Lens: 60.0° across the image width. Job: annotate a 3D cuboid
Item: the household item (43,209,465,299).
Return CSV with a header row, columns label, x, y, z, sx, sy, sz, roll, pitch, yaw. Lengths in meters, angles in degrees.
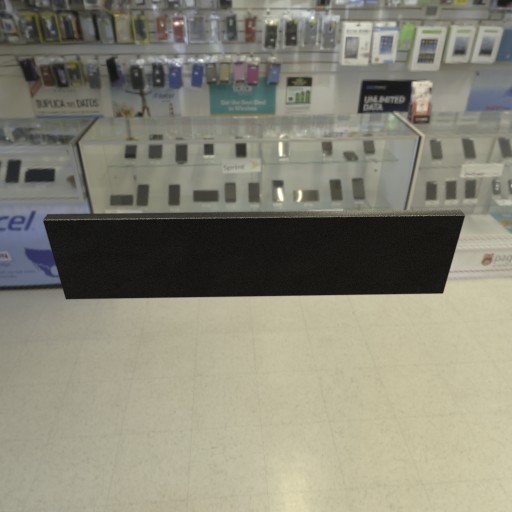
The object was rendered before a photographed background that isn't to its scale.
label,x,y,z,sx,sy,sz,roll,pitch,yaw
household item,0.000,0.000,1.126,1.001,0.236,0.030,-1,32,-1
